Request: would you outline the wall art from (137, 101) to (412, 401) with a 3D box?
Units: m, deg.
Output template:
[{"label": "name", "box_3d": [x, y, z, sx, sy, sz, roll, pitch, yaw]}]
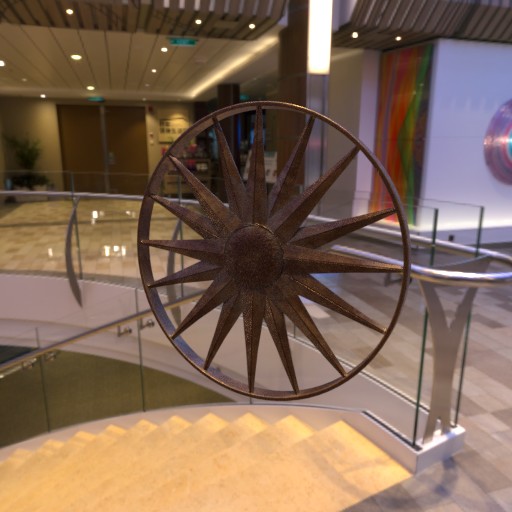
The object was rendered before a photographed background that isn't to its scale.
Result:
[{"label": "wall art", "box_3d": [0.000, 0.000, 0.877, 0.582, 0.583, 0.084, 7, 16, 26]}]
